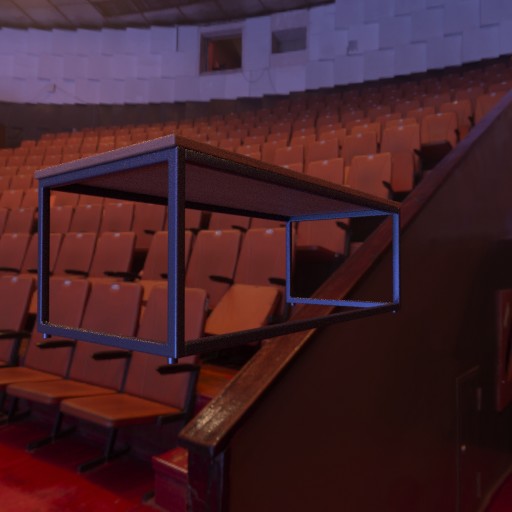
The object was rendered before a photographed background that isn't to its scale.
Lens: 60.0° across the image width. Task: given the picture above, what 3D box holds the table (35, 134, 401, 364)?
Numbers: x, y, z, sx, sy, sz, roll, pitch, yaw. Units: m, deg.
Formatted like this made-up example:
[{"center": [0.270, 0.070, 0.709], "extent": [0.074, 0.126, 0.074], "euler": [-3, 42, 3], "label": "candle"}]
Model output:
[{"center": [0.000, 0.000, 1.346], "extent": [0.500, 0.400, 1.100], "euler": [-1, -1, 38], "label": "table"}]
